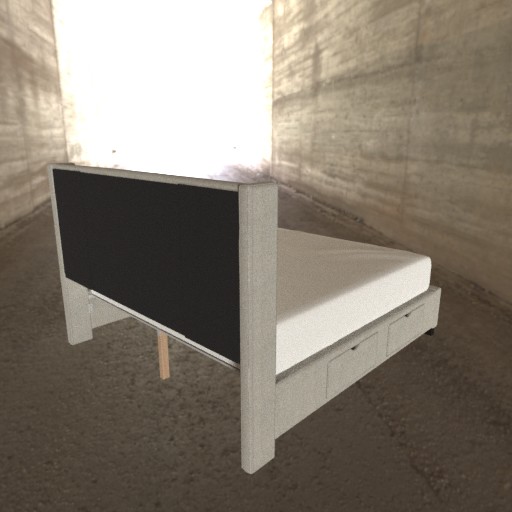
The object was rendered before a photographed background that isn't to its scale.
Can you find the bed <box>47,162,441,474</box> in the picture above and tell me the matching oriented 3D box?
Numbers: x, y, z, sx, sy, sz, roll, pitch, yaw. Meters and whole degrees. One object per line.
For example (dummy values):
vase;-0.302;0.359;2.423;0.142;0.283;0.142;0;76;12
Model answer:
bed;0.000;0.000;3.553;2.140;1.470;2.280;14;21;42
